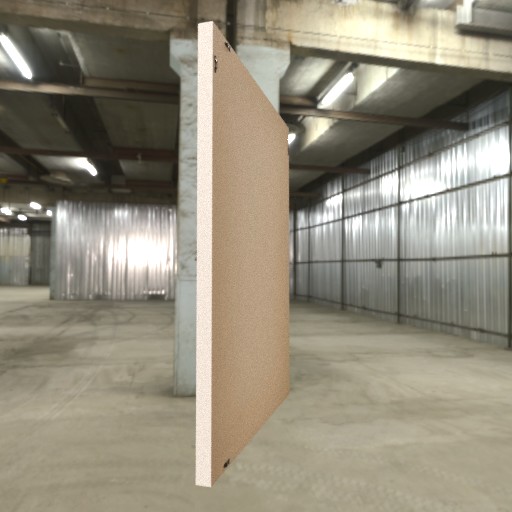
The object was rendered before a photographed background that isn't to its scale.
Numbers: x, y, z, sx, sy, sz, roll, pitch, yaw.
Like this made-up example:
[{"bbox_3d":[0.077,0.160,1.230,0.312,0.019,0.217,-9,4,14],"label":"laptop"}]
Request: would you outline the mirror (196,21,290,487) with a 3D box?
[{"bbox_3d":[0.000,0.000,1.333,0.041,1.016,0.762,-1,-2,17],"label":"mirror"}]
